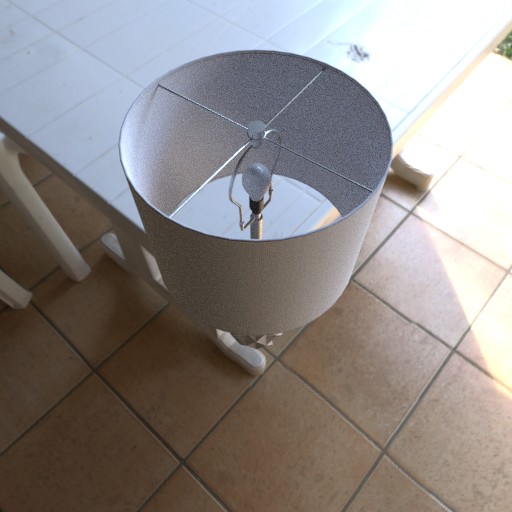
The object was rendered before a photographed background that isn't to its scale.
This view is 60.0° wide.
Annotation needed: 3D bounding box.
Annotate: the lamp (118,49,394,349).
[{"bbox_3d":[0.000,0.000,0.701,0.297,0.522,0.297,0,57,0],"label":"lamp"}]
